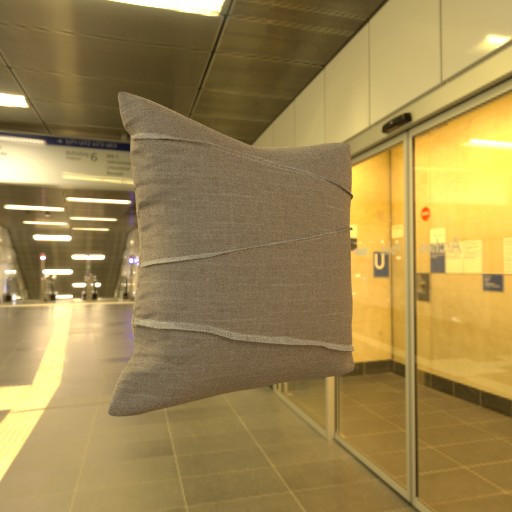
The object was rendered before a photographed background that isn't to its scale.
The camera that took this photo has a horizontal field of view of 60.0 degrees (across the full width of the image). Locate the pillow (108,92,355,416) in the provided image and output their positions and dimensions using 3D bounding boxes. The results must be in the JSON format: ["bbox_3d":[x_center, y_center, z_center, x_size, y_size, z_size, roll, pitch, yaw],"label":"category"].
[{"bbox_3d":[0.000,0.000,0.653,0.424,0.400,0.169,1,-2,-35],"label":"pillow"}]
